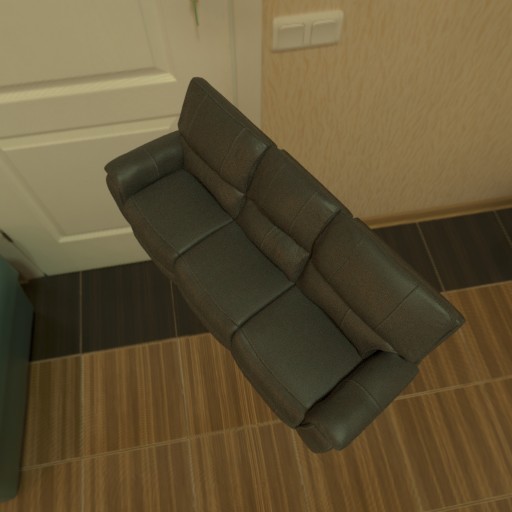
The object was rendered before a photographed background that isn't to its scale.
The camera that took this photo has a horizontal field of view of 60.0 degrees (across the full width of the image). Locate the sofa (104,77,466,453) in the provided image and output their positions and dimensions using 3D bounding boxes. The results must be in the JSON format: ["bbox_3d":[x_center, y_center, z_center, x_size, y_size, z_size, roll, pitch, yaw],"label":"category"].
[{"bbox_3d":[0.000,0.000,3.195,1.104,1.134,2.627,-36,68,-17],"label":"sofa"}]
